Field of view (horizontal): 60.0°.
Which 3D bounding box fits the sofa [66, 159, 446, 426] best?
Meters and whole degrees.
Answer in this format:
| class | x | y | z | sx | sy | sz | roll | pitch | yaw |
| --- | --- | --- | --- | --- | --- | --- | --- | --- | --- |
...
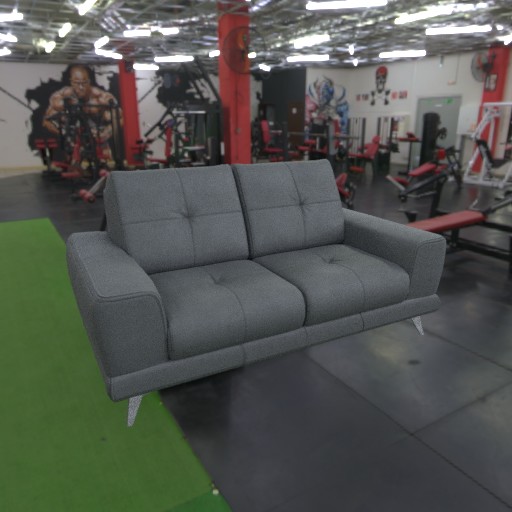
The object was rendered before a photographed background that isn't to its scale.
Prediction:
| class | x | y | z | sx | sy | sz | roll | pitch | yaw |
| --- | --- | --- | --- | --- | --- | --- | --- | --- | --- |
| sofa | 0.000 | 0.000 | 2.356 | 1.806 | 0.907 | 1.018 | -9 | 20 | -26 |
